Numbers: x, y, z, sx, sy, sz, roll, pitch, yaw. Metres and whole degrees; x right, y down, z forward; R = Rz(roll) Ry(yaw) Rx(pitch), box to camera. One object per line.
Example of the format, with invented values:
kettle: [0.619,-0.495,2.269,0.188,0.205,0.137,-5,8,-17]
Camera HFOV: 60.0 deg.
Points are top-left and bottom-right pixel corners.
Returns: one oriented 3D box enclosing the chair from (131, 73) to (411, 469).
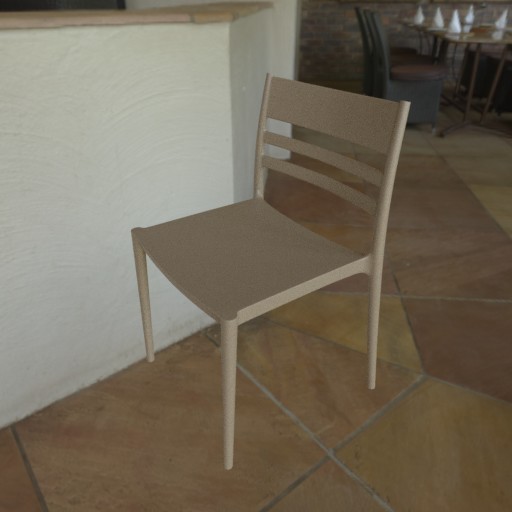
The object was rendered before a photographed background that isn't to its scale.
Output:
chair: [0.000,0.000,1.148,0.511,0.800,0.531,-20,36,-30]
